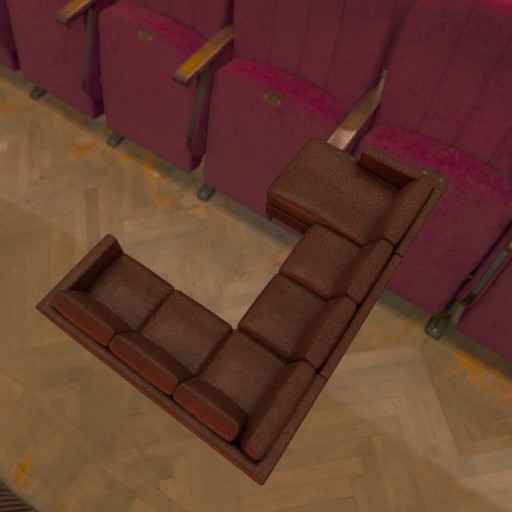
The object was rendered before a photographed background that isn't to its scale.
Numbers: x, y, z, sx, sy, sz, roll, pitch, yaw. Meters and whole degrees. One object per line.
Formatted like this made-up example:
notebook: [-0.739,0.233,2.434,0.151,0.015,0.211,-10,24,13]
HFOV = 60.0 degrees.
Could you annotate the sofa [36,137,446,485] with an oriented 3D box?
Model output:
sofa: [0.000,0.000,4.469,2.452,0.891,3.324,32,67,16]
